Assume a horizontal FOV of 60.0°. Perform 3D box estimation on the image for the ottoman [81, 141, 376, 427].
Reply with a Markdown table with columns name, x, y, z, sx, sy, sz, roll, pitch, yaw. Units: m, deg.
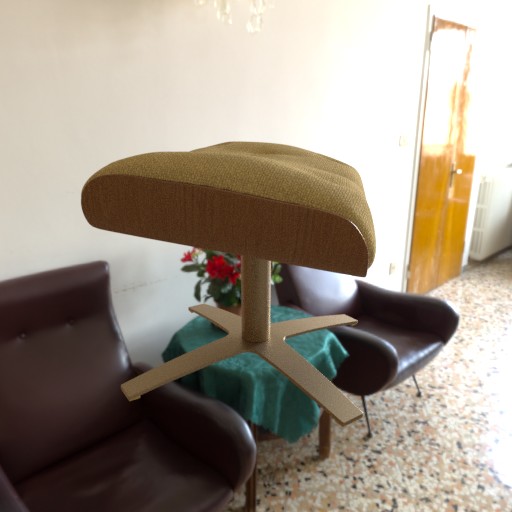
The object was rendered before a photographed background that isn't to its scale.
| name | x | y | z | sx | sy | sz | roll | pitch | yaw |
| --- | --- | --- | --- | --- | --- | --- | --- | --- | --- |
| ottoman | 0.000 | 0.000 | 0.808 | 0.394 | 0.391 | 0.520 | 3 | 17 | 11 |
